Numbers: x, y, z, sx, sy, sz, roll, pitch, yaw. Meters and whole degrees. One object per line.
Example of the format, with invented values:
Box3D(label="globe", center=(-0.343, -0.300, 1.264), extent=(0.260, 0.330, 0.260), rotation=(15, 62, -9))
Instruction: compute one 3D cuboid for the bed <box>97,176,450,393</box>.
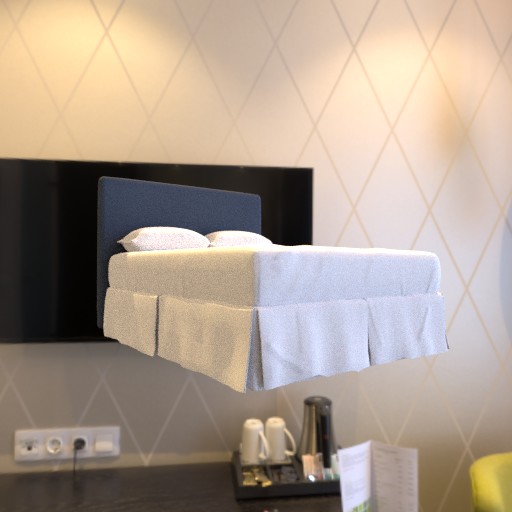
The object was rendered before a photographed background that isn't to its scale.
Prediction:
Box3D(label="bed", center=(0.000, 0.000, 3.312), extent=(1.713, 1.330, 2.162), rotation=(1, -1, -37))
